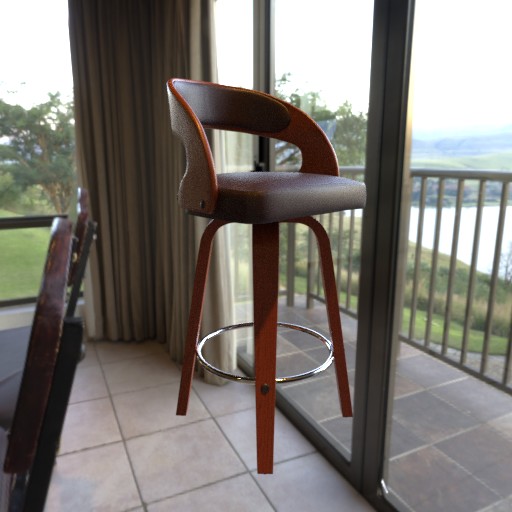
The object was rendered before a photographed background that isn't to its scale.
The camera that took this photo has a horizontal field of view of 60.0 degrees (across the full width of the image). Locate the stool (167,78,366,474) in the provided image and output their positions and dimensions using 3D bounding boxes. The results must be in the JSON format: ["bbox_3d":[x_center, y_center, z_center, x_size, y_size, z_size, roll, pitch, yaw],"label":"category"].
[{"bbox_3d":[0.000,0.000,1.202,0.457,0.940,0.457,-12,18,-43],"label":"stool"}]
